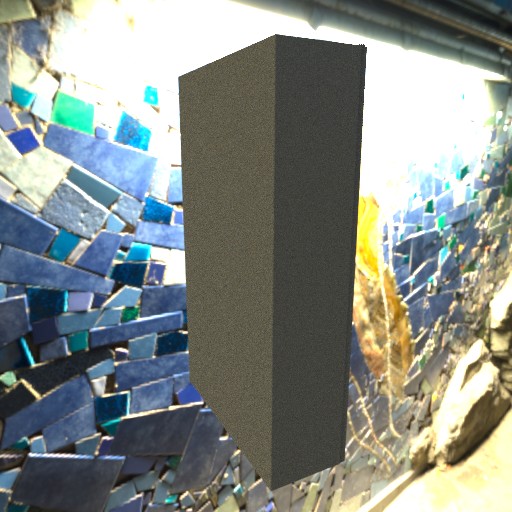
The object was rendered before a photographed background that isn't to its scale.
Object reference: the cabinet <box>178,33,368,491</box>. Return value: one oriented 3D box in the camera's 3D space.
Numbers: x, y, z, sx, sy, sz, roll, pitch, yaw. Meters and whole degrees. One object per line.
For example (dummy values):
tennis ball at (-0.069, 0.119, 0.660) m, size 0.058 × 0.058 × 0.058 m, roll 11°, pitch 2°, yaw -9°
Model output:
cabinet at (0.000, 0.000, 2.660) m, size 0.480 × 2.160 × 1.250 m, roll -7°, pitch 15°, yaw -27°
